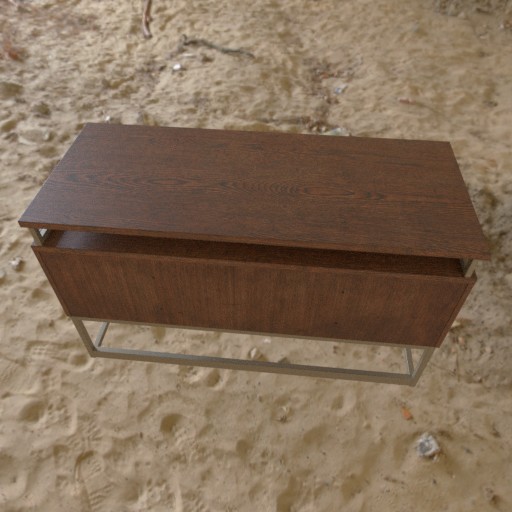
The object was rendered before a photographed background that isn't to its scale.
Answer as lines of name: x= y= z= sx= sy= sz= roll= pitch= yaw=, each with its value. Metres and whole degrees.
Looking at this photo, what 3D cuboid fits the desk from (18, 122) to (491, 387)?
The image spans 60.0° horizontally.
desk: x=0.000 y=0.000 z=1.783 sx=1.384 sy=0.792 sz=0.610 roll=4 pitch=46 yaw=4
